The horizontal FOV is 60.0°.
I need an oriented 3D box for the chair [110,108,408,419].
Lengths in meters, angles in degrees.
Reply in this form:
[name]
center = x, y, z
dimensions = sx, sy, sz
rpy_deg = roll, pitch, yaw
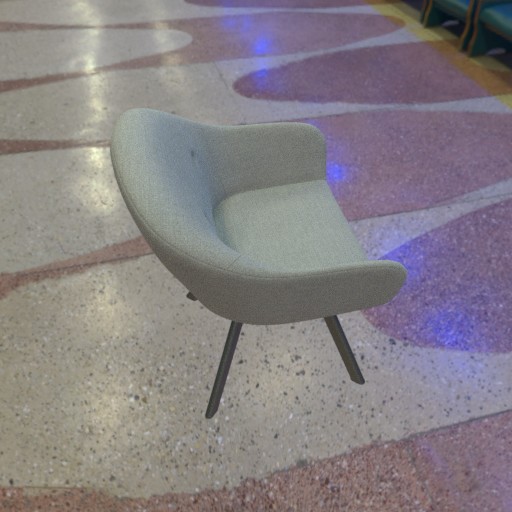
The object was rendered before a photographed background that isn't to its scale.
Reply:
[chair]
center = 0.000, 0.000, 1.152
dimensions = 0.570, 0.780, 0.540
rpy_deg = -10, 48, -9
